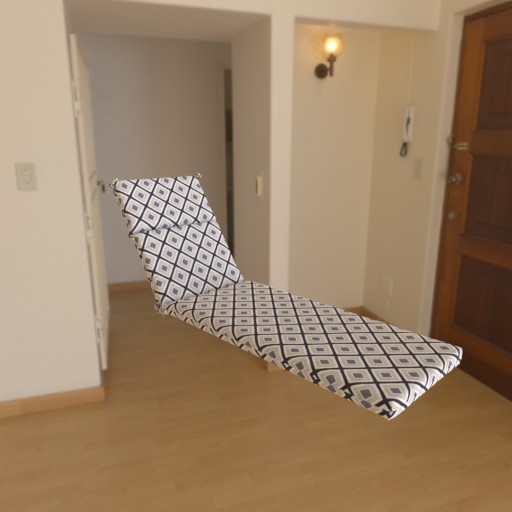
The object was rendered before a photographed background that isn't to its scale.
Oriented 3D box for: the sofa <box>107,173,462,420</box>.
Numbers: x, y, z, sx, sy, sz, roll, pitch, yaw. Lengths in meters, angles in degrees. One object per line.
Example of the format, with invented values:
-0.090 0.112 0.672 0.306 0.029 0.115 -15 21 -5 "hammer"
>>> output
0.000 0.000 1.961 0.582 0.622 1.663 -14 20 -43 "sofa"
